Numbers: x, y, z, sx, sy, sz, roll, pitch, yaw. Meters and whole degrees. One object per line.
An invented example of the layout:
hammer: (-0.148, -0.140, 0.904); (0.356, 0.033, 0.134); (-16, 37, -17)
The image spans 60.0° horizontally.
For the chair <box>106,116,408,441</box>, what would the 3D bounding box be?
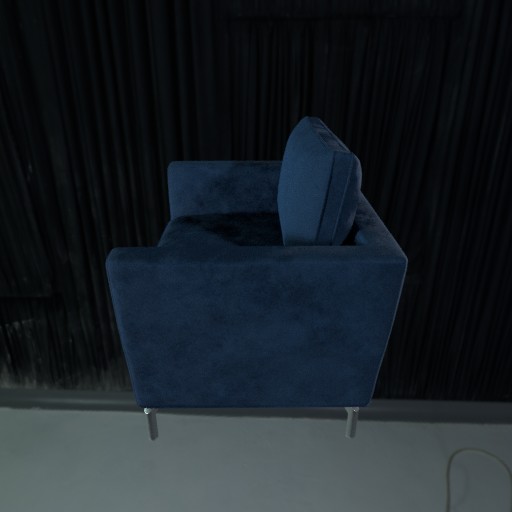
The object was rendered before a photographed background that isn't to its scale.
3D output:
chair: (0.000, 0.000, 1.590); (0.746, 0.893, 0.977); (0, 26, 0)
